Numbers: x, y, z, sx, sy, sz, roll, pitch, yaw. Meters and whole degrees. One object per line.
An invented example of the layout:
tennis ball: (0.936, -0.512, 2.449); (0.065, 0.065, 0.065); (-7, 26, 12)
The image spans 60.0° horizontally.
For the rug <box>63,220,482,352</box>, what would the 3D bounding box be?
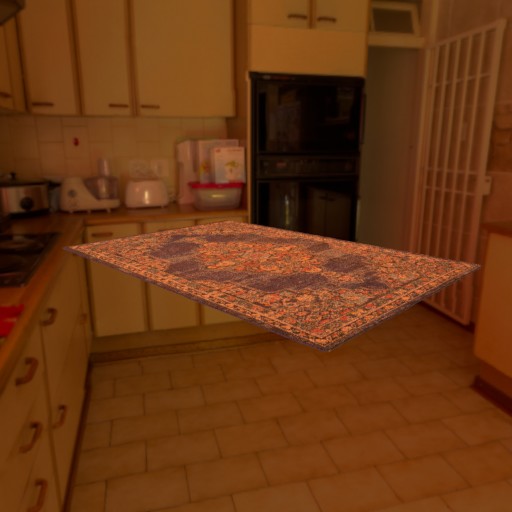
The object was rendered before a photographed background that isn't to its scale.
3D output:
rug: (0.000, 0.000, 3.722); (2.940, 0.011, 2.053); (14, 20, 43)
